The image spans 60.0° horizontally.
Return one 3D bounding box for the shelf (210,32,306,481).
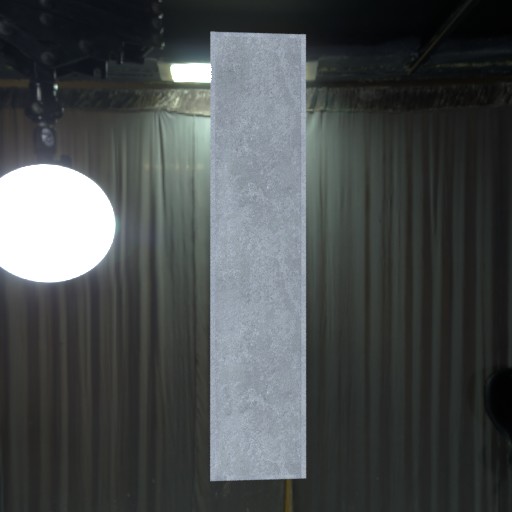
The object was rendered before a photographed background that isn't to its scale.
[{"bbox_3d":[0.000,0.000,1.525,0.300,1.400,0.270,0,0,-3],"label":"shelf"}]
